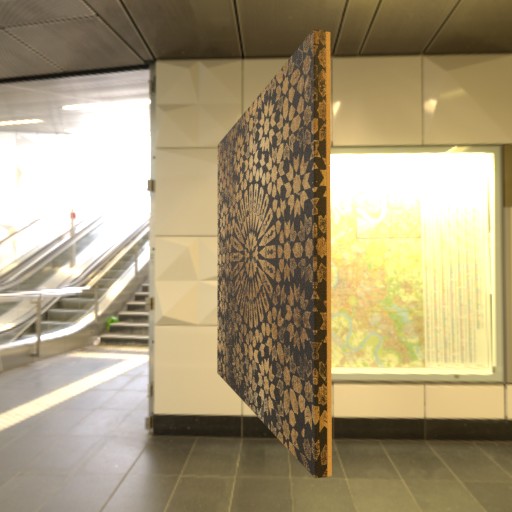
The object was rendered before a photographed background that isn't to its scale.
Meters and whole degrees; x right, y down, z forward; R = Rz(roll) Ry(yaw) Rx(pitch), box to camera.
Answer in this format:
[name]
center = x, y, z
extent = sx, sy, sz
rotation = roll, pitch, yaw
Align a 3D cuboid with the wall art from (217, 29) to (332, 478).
[wall art]
center = 0.000, 0.000, 1.339
extent = 0.038, 0.914, 0.914
rotation = 0, -1, -17
